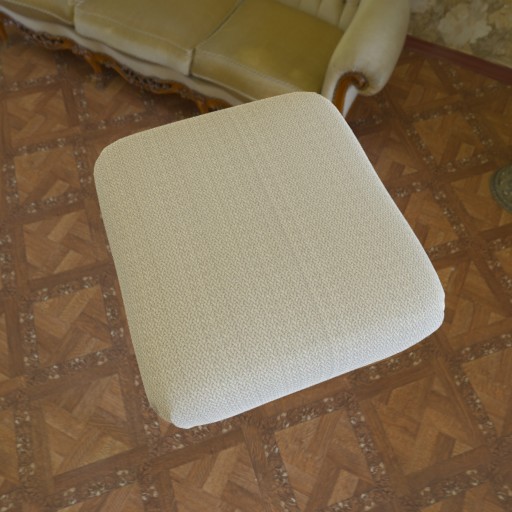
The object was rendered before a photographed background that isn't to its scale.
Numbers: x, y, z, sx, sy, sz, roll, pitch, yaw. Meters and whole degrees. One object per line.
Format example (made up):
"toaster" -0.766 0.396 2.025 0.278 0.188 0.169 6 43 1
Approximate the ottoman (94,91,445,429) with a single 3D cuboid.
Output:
"ottoman" 0.000 0.000 1.089 0.622 0.447 0.684 -18 65 -9
